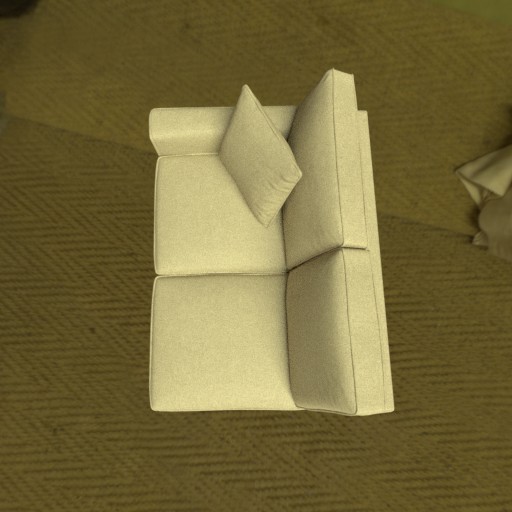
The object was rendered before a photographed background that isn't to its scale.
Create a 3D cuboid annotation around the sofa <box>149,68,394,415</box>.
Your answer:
[{"bbox_3d":[0.000,0.000,2.082,0.991,0.989,1.388,-2,78,0],"label":"sofa"}]
